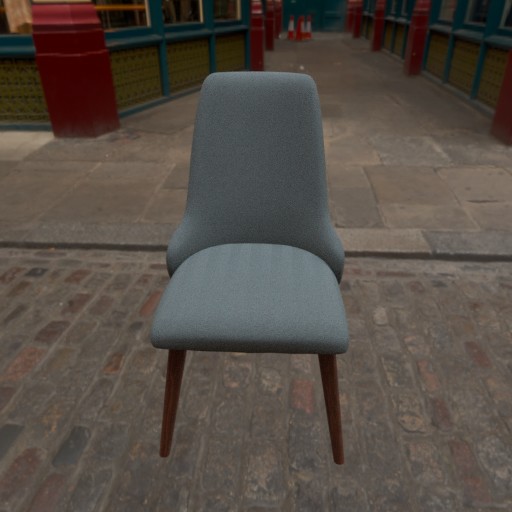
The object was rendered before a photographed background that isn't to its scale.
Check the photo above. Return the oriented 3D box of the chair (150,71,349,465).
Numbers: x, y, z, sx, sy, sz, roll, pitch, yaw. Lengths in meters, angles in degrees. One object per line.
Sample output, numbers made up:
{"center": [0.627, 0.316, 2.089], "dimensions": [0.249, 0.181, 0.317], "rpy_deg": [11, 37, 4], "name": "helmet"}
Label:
{"center": [0.000, 0.000, 1.305], "dimensions": [0.535, 0.918, 0.707], "rpy_deg": [2, 31, 3], "name": "chair"}
